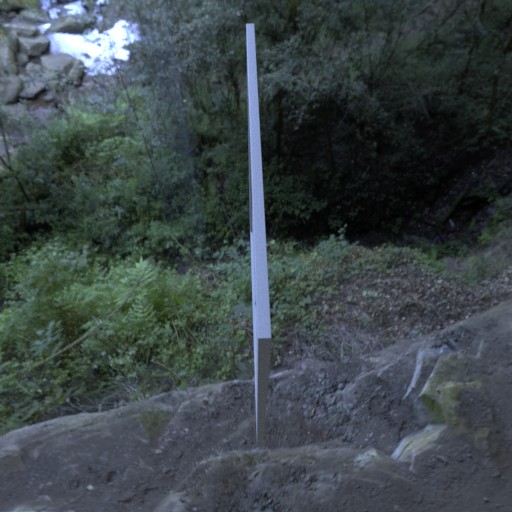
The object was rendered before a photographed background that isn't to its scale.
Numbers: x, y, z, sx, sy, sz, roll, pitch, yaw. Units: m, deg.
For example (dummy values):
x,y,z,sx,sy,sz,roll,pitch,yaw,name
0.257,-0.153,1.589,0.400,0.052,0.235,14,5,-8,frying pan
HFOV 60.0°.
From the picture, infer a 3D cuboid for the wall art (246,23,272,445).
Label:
x,y,z,sx,sy,sz,roll,pitch,yaw,name
0.000,0.000,0.843,0.015,0.577,0.572,-2,57,-1,wall art
